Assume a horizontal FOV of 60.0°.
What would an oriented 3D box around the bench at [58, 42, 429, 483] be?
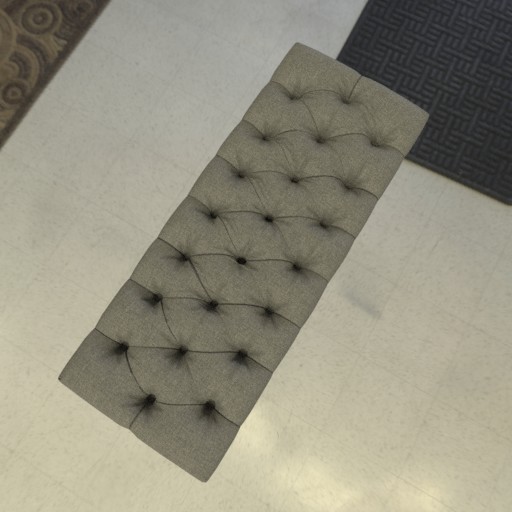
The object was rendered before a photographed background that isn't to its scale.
[{"bbox_3d":[0.000,0.000,1.272,0.417,0.470,1.052,32,79,7],"label":"bench"}]
